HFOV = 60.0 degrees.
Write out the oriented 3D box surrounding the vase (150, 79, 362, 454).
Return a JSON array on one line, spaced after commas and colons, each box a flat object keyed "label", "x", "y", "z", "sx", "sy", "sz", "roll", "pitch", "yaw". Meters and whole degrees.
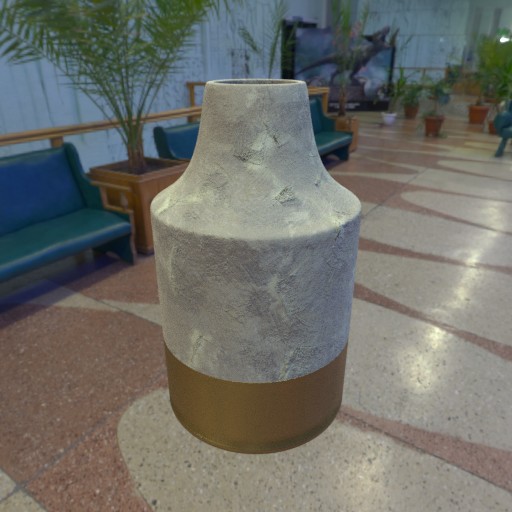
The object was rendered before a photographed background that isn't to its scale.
[{"label": "vase", "x": 0.000, "y": 0.000, "z": 0.415, "sx": 0.184, "sy": 0.305, "sz": 0.184, "roll": 0, "pitch": 25, "yaw": 0}]
